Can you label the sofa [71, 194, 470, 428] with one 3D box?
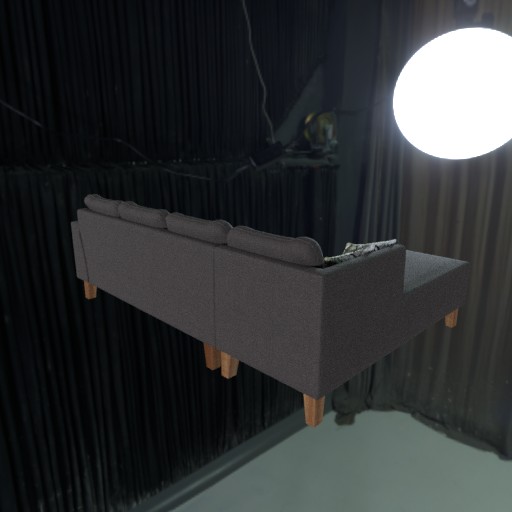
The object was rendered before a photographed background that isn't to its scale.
[{"bbox_3d":[0.000,0.000,3.559,1.829,0.932,2.679,-15,21,-43],"label":"sofa"}]
